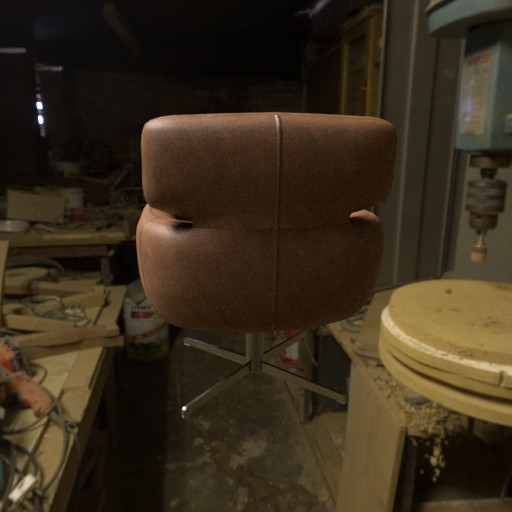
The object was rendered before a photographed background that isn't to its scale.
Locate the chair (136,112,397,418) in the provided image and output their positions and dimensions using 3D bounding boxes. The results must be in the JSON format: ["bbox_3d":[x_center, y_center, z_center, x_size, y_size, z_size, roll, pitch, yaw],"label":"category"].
[{"bbox_3d":[0.000,0.000,1.372,0.706,0.812,0.715,-2,15,-8],"label":"chair"}]
